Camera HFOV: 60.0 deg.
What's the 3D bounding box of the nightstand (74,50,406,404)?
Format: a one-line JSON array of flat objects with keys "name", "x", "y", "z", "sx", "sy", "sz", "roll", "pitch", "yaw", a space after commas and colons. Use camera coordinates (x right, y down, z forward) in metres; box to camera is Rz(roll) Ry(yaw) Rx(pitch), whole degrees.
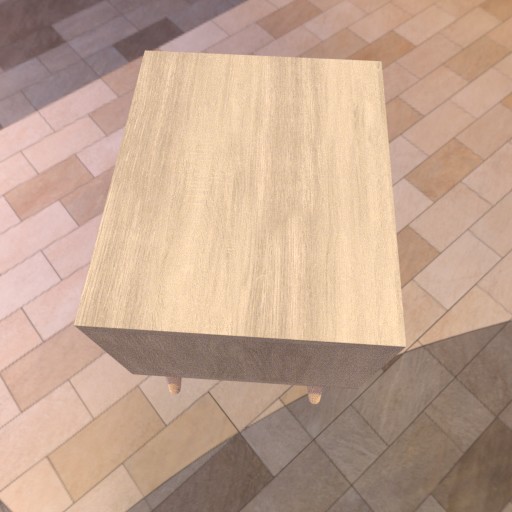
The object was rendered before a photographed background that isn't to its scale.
[{"name": "nightstand", "x": 0.000, "y": 0.000, "z": 0.816, "sx": 0.380, "sy": 0.500, "sz": 0.450, "roll": 3, "pitch": 63, "yaw": 2}]
